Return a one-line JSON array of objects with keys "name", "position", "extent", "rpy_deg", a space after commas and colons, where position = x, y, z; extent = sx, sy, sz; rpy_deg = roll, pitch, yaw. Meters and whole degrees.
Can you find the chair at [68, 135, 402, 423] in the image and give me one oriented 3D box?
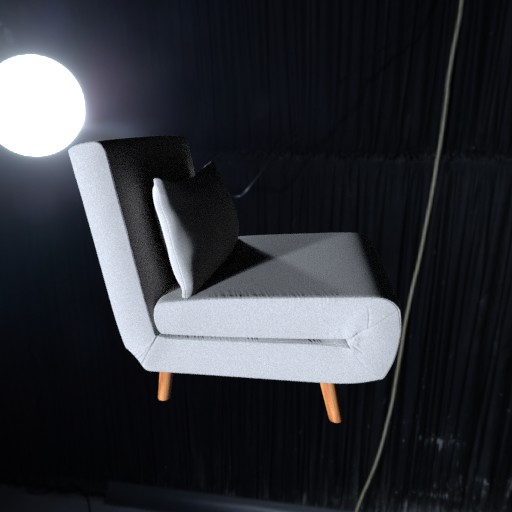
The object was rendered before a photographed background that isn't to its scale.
[{"name": "chair", "position": [0.000, 0.000, 1.547], "extent": [0.902, 0.808, 0.770], "rpy_deg": [2, 16, 7]}]
